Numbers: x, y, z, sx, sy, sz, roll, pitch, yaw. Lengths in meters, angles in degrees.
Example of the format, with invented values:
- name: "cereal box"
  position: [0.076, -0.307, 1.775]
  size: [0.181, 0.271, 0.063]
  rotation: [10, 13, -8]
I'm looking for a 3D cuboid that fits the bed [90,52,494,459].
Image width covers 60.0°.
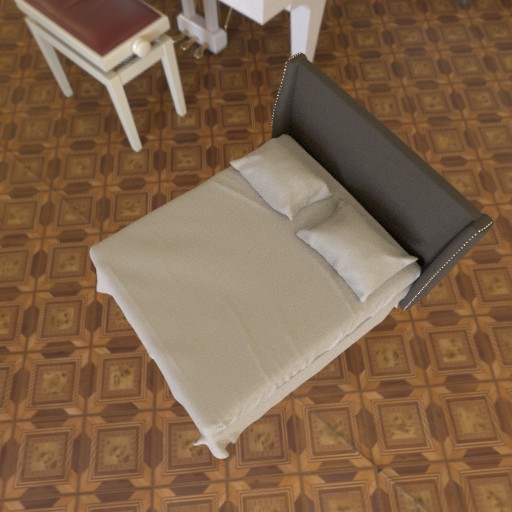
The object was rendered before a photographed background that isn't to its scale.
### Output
- name: "bed"
  position: [0.000, 0.000, 3.333]
  size: [2.276, 1.332, 1.925]
  rotation: [-34, 68, -15]
